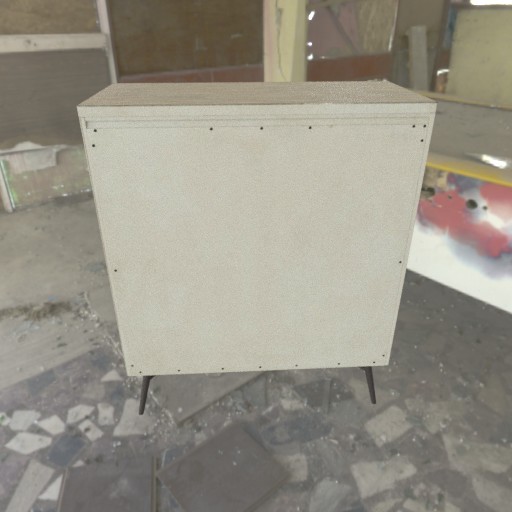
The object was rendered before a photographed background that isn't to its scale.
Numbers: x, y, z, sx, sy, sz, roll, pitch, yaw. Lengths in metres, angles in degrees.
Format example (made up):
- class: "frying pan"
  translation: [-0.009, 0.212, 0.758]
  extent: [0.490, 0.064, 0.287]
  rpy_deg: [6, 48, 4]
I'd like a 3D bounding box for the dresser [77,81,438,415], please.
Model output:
- class: "dresser"
  translation: [0.000, 0.000, 1.732]
  extent: [1.016, 1.219, 0.457]
  rpy_deg: [-2, 29, -3]
